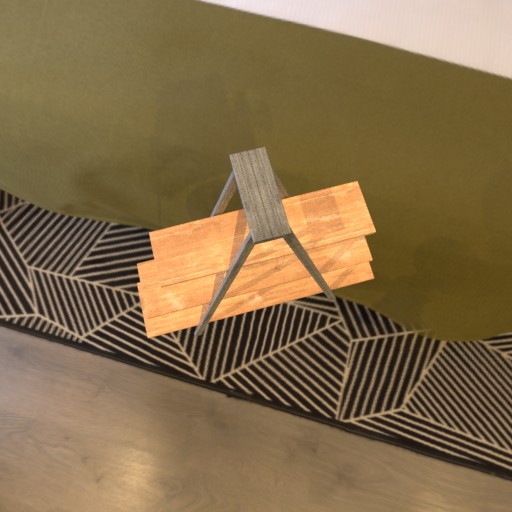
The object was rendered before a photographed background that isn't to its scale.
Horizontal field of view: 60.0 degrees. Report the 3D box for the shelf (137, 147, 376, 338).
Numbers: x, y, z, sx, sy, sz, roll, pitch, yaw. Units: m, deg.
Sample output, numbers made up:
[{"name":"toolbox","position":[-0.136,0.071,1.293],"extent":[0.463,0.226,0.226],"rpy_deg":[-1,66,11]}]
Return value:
[{"name":"shelf","position":[0.000,0.000,2.730],"extent":[1.746,1.808,0.508],"rpy_deg":[-14,74,-4]}]
